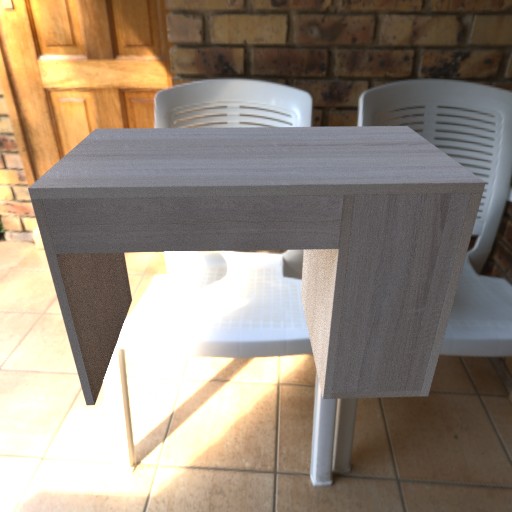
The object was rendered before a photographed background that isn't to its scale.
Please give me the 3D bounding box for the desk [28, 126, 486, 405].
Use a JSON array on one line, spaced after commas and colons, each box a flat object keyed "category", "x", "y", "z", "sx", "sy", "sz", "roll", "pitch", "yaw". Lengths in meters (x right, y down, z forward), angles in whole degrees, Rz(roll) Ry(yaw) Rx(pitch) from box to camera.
[{"category": "desk", "x": 0.000, "y": 0.000, "z": 1.505, "sx": 1.100, "sy": 0.731, "sz": 0.600, "roll": -1, "pitch": 30, "yaw": -2}]
